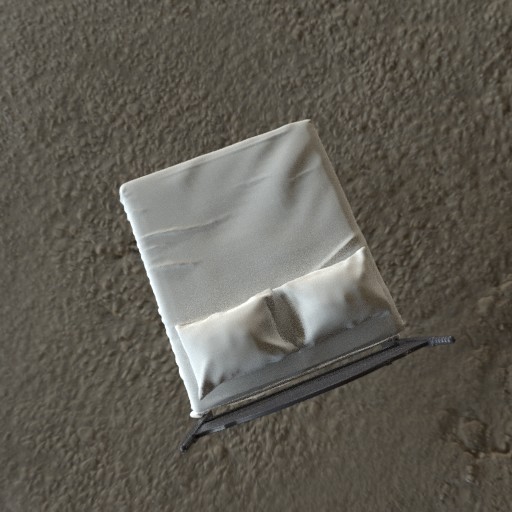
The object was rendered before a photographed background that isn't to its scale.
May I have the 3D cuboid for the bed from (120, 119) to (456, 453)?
[{"bbox_3d":[0.000,0.000,3.285,1.873,1.356,2.040,-21,78,-4],"label":"bed"}]
